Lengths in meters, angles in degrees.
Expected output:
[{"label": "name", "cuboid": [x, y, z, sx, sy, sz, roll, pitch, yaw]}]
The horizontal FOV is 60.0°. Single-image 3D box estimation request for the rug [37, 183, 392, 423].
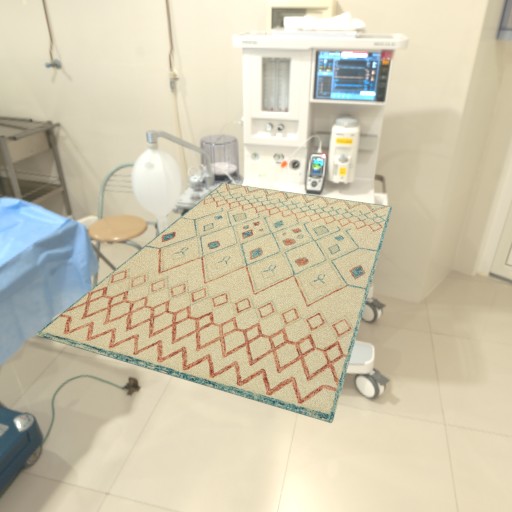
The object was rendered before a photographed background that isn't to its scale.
[{"label": "rug", "cuboid": [0.000, 0.000, 2.353, 1.219, 0.016, 1.829, 11, 32, 18]}]
